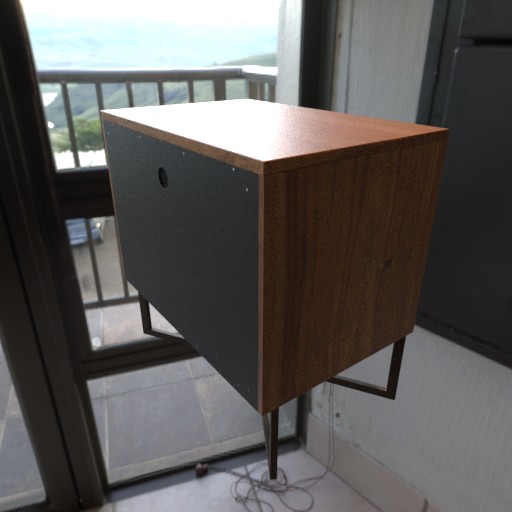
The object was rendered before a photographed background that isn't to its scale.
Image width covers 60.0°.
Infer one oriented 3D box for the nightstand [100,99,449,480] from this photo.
[{"bbox_3d":[0.000,0.000,1.026,0.427,0.615,0.613,-17,30,-32],"label":"nightstand"}]
